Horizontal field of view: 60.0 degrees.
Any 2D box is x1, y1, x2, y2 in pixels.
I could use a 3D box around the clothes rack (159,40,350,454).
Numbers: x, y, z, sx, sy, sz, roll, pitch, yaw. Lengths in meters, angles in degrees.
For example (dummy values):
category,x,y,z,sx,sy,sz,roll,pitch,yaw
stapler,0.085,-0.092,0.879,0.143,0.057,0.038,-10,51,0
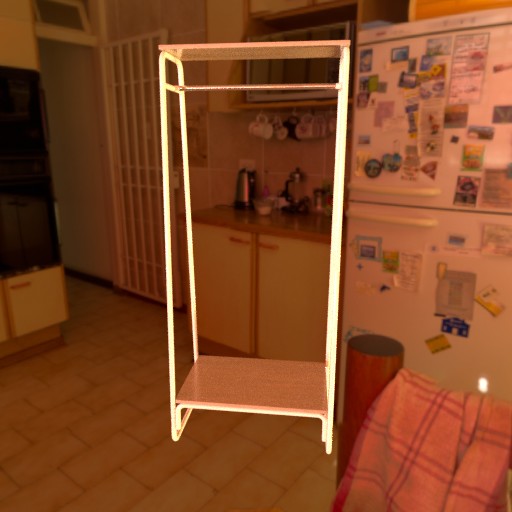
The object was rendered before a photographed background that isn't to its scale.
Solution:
category,x,y,z,sx,sy,sz,roll,pitch,yaw
clothes rack,0.000,0.000,1.760,0.640,1.512,0.400,2,15,7
